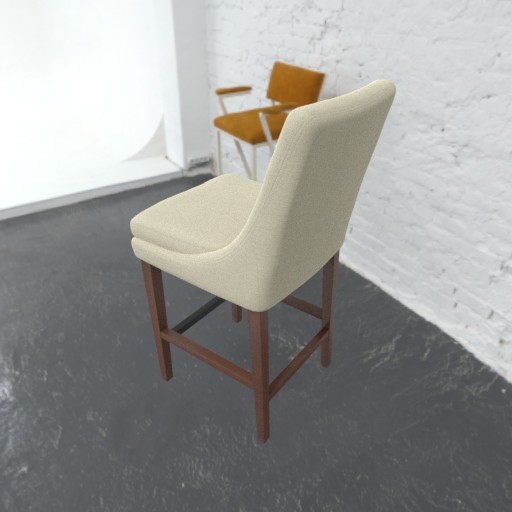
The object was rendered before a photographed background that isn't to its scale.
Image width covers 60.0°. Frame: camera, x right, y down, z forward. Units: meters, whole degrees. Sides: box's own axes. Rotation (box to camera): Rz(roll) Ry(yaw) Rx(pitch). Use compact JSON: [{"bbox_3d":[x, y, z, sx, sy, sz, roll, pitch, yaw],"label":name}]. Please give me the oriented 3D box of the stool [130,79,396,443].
[{"bbox_3d":[0.000,0.000,1.307,0.577,0.981,0.470,21,37,31],"label":"stool"}]
